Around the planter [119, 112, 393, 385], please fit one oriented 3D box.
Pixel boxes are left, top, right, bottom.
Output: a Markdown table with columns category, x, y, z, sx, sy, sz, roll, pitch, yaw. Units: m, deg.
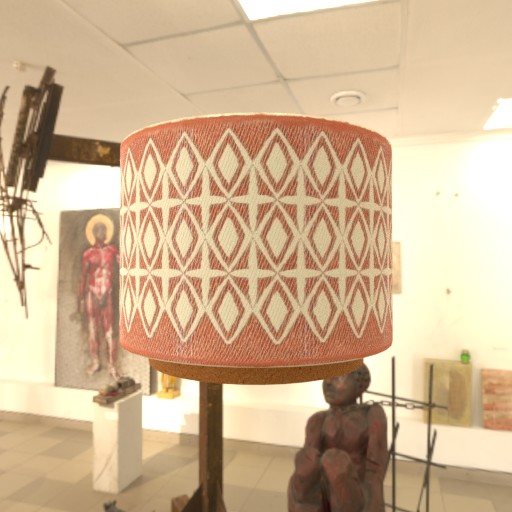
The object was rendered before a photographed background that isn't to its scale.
| category | x | y | z | sx | sy | sz | roll | pitch | yaw |
| --- | --- | --- | --- | --- | --- | --- | --- | --- | --- |
| planter | 0.000 | 0.000 | 0.326 | 0.192 | 0.148 | 0.192 | 0 | -1 | 0 |
